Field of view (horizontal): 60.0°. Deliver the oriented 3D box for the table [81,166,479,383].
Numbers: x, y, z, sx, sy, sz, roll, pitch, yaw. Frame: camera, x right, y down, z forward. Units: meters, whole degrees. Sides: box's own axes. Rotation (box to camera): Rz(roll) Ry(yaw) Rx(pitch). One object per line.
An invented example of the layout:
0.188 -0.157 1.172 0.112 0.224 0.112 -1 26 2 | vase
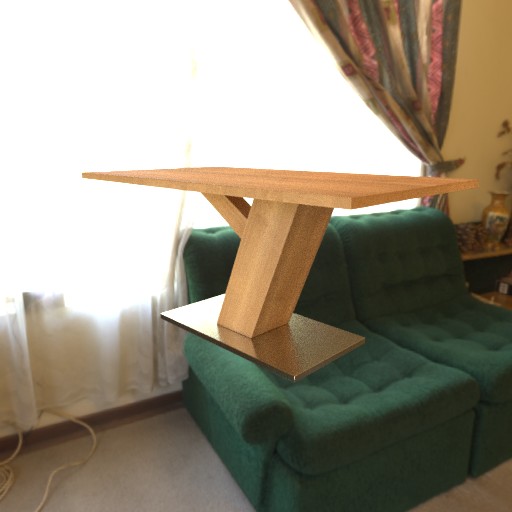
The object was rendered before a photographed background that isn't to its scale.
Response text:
0.000 0.000 2.088 0.900 0.750 1.600 -14 19 -43 | table
